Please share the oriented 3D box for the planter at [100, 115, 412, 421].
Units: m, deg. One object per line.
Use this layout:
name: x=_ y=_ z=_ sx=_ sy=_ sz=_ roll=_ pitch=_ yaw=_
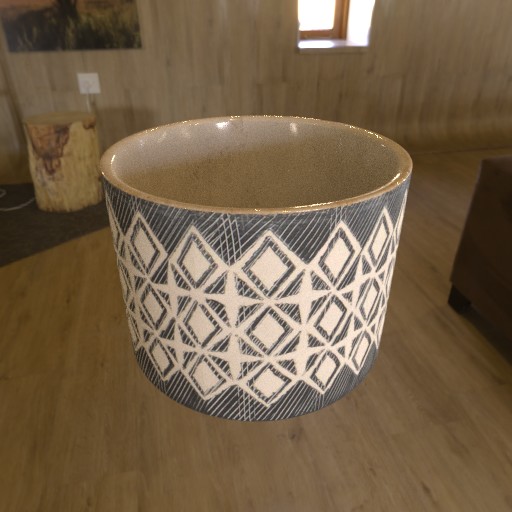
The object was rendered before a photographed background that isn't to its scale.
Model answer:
planter: x=0.000 y=0.000 z=0.213 sx=0.126 sy=0.104 sz=0.126 roll=0 pitch=30 yaw=0
